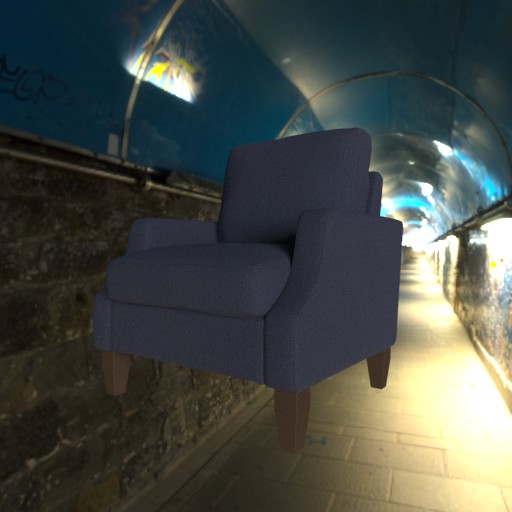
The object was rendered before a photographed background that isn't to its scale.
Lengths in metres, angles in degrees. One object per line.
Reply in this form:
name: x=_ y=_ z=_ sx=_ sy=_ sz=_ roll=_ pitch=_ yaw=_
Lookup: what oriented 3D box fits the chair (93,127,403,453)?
chair: x=0.000 y=0.000 z=1.660 sx=0.855 sy=0.991 sz=0.897 roll=1 pitch=2 yaw=36
